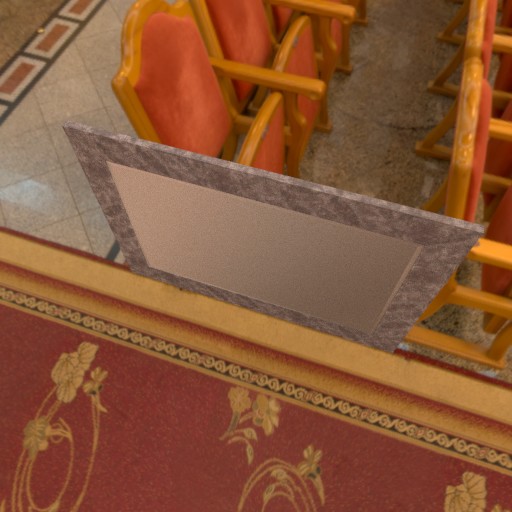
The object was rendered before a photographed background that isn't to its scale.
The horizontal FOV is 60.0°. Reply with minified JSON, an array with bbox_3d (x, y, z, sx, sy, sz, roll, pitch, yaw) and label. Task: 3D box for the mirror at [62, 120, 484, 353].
[{"bbox_3d":[0.000,0.000,1.445,1.101,0.795,0.022,16,59,10],"label":"mirror"}]
